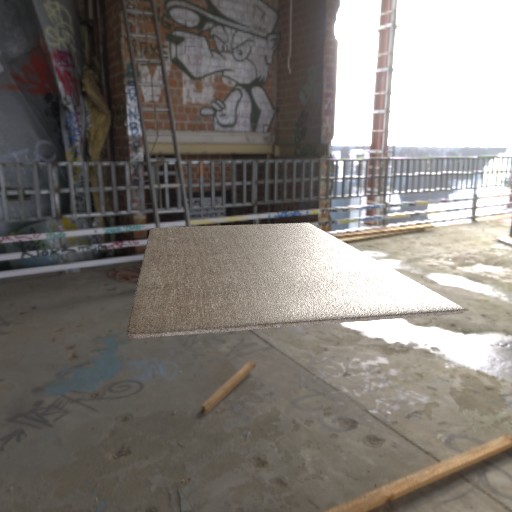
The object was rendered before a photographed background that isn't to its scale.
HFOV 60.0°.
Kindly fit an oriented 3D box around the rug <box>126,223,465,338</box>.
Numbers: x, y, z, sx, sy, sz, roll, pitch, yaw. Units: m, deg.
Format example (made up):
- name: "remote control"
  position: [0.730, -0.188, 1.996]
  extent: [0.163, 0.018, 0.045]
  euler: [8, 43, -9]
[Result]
- name: "rug"
  position: [0.000, 0.000, 3.095]
  extent: [1.539, 0.024, 2.469]
  euler: [-3, 14, -10]
